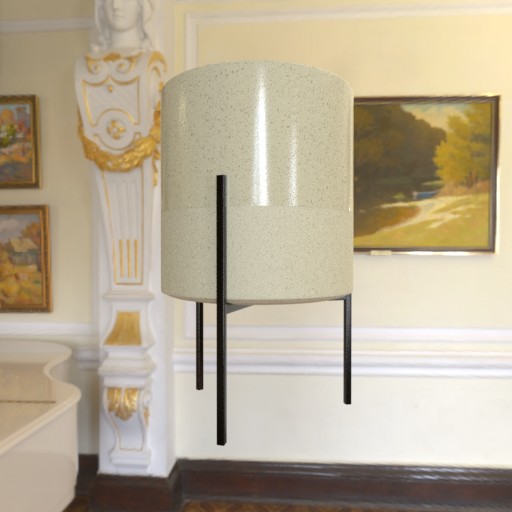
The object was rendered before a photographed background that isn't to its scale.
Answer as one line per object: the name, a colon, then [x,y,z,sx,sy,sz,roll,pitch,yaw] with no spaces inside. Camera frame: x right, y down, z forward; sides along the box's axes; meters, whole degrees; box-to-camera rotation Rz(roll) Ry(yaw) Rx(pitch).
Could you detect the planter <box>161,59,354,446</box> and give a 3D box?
planter: [0.000,0.000,0.548,0.234,0.390,0.243,0,1,17]
